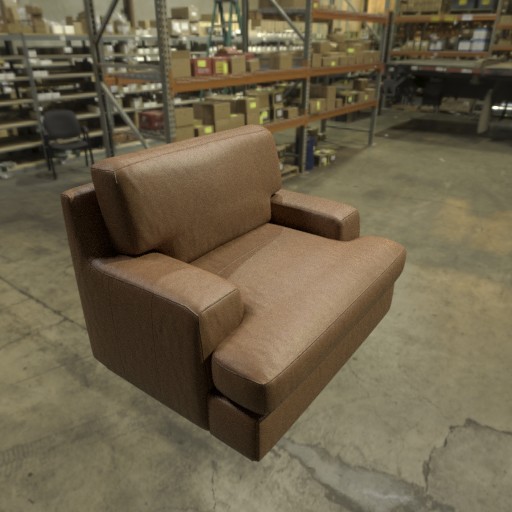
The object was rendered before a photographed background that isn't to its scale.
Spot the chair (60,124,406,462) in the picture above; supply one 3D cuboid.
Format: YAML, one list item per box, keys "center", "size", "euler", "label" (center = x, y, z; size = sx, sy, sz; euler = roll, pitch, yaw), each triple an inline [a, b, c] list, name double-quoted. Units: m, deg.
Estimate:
- center: [0.000, 0.000, 2.016]
  size: [1.050, 0.978, 1.276]
  euler: [18, 32, 32]
  label: "chair"
